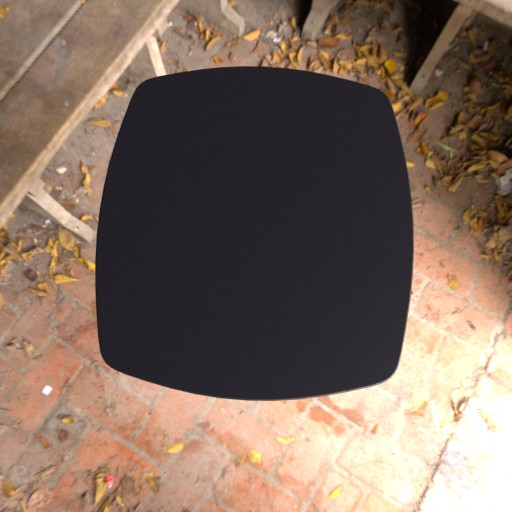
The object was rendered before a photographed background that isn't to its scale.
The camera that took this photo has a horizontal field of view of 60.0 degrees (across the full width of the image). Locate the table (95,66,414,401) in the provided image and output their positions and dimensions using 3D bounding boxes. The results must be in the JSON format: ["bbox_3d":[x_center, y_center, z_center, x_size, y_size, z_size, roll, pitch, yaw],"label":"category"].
[{"bbox_3d":[0.000,0.000,0.862,0.457,0.457,0.508,3,76,1],"label":"table"}]
